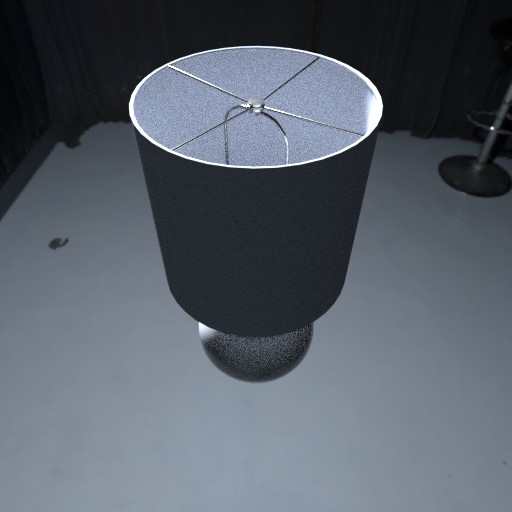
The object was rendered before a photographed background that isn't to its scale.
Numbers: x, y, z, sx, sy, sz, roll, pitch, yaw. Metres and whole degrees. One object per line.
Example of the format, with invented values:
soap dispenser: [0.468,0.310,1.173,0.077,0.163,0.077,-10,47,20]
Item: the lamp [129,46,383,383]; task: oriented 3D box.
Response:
lamp: [0.000,0.000,0.531,0.216,0.404,0.216,5,47,5]
